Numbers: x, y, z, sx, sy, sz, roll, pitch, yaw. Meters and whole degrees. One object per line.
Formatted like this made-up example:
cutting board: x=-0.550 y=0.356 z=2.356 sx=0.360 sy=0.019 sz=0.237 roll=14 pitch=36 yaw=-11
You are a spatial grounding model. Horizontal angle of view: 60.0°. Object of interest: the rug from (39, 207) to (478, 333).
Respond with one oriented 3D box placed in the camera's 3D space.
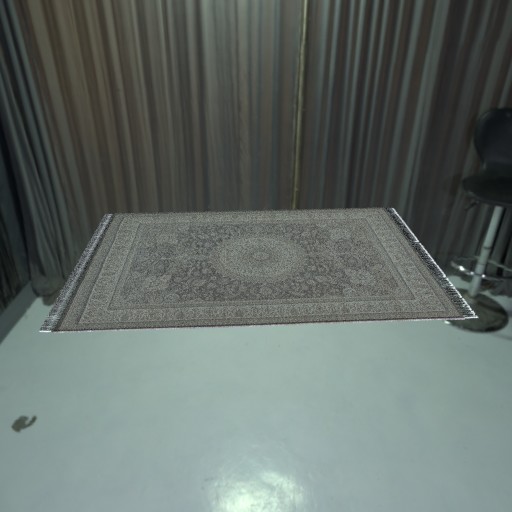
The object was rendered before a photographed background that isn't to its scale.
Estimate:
rug: x=0.000 y=0.000 z=3.104 sx=2.440 sy=0.010 sz=1.528 roll=-2 pitch=30 yaw=-3
